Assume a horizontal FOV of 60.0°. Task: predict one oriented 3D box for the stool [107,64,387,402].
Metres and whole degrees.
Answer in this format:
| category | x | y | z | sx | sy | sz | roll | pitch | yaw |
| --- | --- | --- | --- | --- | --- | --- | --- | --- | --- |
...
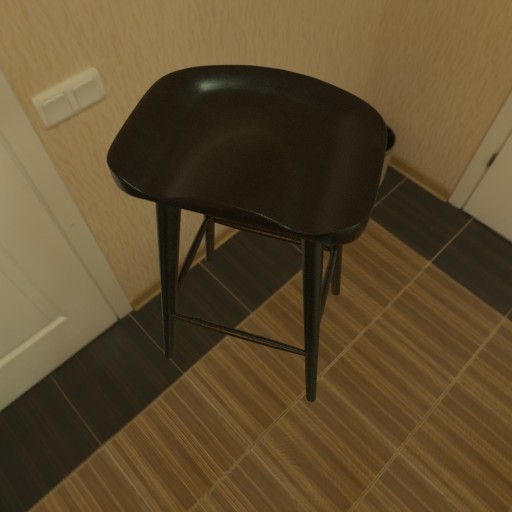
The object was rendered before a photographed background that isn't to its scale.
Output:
| category | x | y | z | sx | sy | sz | roll | pitch | yaw |
| --- | --- | --- | --- | --- | --- | --- | --- | --- | --- |
| stool | 0.000 | 0.000 | 1.001 | 0.440 | 0.749 | 0.361 | 15 | 59 | 9 |
